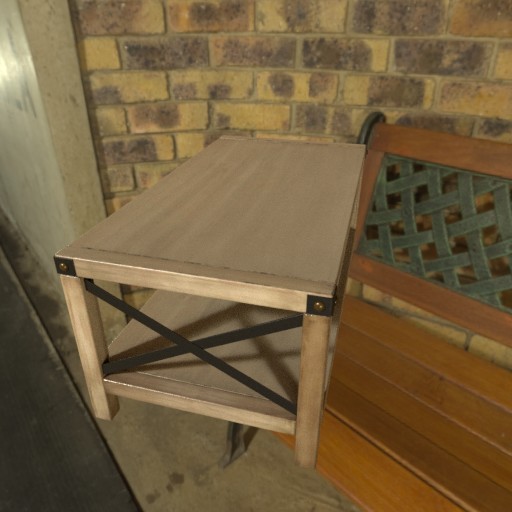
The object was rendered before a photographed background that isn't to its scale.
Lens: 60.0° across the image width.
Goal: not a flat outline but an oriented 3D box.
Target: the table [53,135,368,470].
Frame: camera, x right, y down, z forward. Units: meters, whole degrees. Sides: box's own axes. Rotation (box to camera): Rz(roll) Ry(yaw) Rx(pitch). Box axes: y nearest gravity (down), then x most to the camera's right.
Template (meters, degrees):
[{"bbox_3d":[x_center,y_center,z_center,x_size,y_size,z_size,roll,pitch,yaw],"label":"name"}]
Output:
[{"bbox_3d":[0.000,0.000,1.328,0.559,0.456,1.016,8,30,13],"label":"table"}]
